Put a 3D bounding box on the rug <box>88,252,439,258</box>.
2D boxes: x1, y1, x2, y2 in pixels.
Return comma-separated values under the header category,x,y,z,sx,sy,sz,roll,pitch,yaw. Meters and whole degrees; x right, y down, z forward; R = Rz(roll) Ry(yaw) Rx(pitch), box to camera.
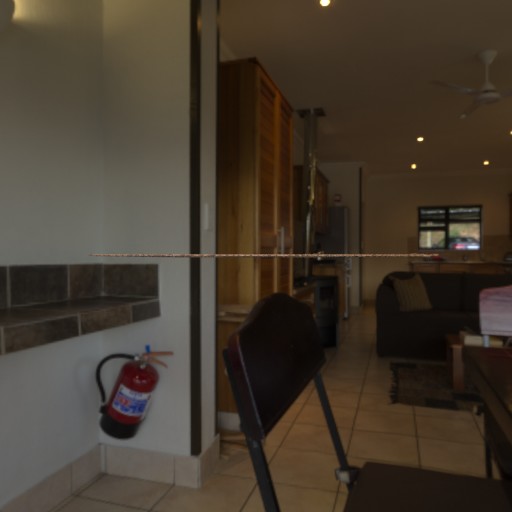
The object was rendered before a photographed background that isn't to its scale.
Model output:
category,x,y,z,sx,sy,sz,roll,pitch,yaw
rug,0.000,0.000,1.908,0.920,0.013,1.541,0,0,-1
